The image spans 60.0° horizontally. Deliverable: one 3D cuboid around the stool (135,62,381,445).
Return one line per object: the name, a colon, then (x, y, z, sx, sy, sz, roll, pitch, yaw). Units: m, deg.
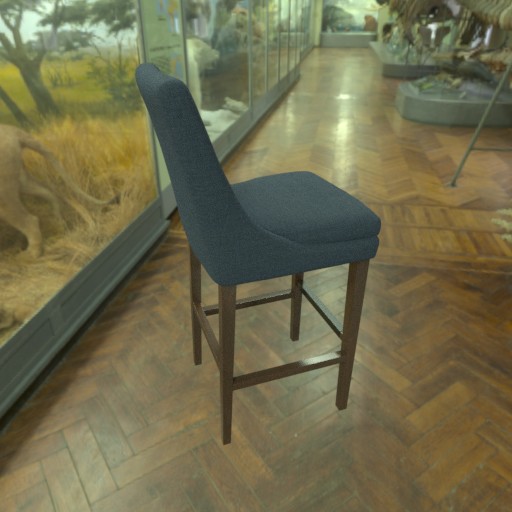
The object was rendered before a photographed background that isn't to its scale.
stool: (0.000, 0.000, 1.363, 0.577, 1.078, 0.470, -10, 30, -17)
